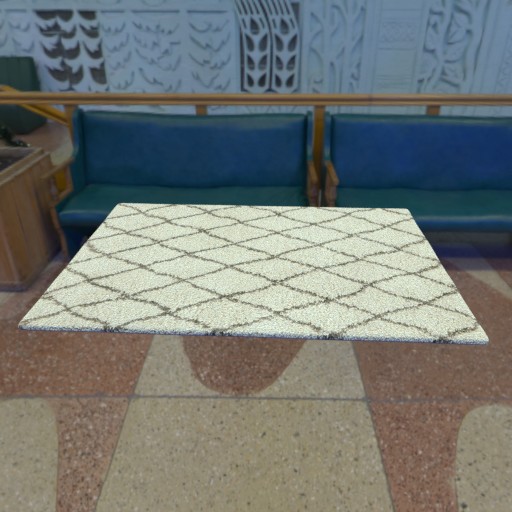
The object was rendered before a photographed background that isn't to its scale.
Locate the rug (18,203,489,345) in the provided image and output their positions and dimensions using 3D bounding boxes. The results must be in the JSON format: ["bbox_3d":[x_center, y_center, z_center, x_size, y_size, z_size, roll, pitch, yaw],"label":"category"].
[{"bbox_3d":[0.000,0.000,2.193,1.778,0.030,1.219,1,29,3],"label":"rug"}]
